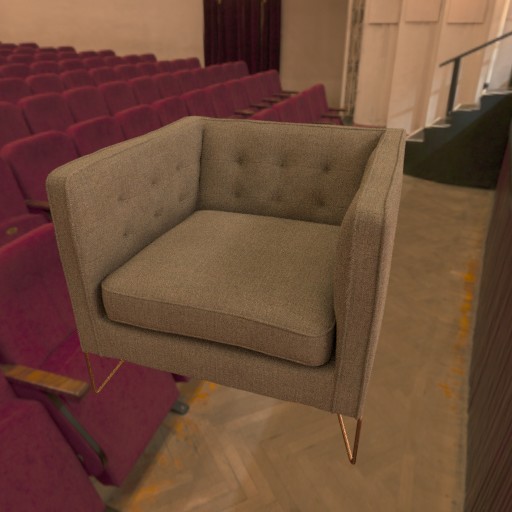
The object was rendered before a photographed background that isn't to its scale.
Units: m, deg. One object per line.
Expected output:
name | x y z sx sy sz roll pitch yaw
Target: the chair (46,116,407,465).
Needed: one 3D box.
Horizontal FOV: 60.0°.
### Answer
chair | 0.000 0.000 1.585 0.920 0.799 0.912 9 28 17
